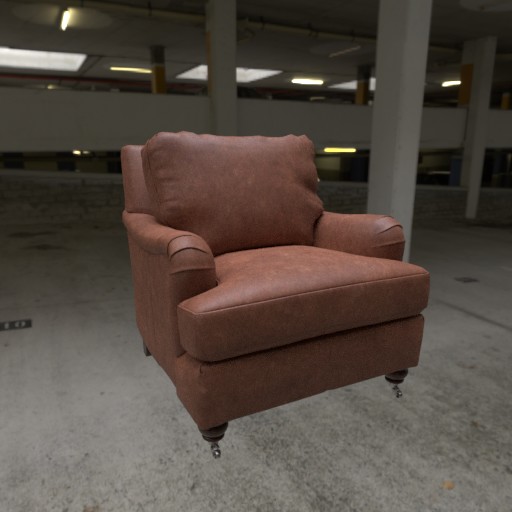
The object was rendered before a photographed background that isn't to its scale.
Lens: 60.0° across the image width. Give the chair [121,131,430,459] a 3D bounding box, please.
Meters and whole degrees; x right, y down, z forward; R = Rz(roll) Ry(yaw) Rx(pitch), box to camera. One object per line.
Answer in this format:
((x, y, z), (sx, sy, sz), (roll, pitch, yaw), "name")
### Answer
((0.000, 0.000, 1.944), (0.986, 1.055, 1.158), (-7, 16, -26), "chair")
